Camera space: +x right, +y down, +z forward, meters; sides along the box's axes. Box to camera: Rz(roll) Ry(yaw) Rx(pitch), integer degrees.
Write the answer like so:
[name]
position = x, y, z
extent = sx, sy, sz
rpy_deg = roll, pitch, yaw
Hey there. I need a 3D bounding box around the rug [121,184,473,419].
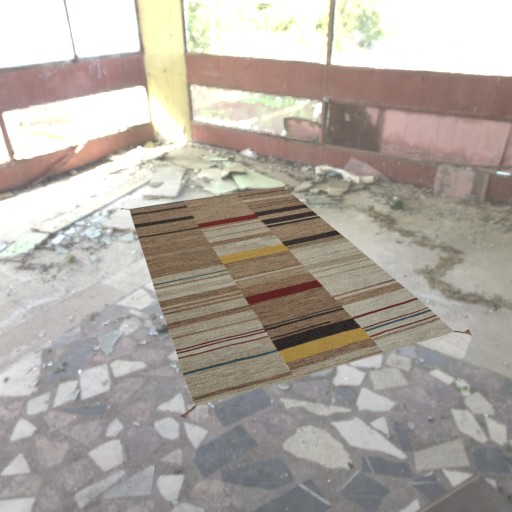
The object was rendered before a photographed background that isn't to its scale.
[rug]
position = 0.000, 0.000, 2.454
extent = 1.268, 0.007, 1.918
rpy_deg = -11, 32, -18
